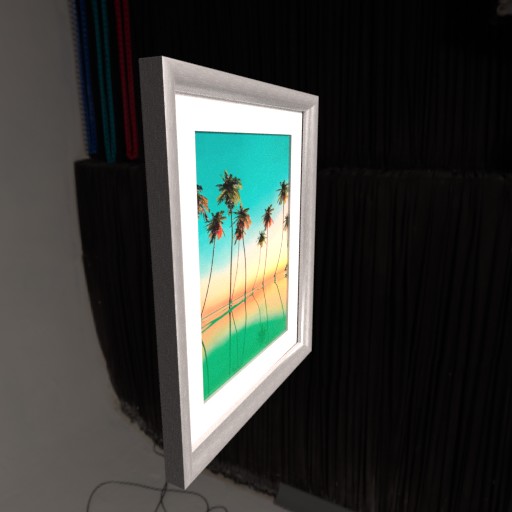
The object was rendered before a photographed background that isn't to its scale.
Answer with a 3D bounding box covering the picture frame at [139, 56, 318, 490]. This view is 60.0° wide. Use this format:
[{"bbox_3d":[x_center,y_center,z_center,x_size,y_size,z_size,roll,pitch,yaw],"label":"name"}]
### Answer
[{"bbox_3d":[0.000,0.000,0.516,0.027,0.378,0.327,8,16,27],"label":"picture frame"}]
